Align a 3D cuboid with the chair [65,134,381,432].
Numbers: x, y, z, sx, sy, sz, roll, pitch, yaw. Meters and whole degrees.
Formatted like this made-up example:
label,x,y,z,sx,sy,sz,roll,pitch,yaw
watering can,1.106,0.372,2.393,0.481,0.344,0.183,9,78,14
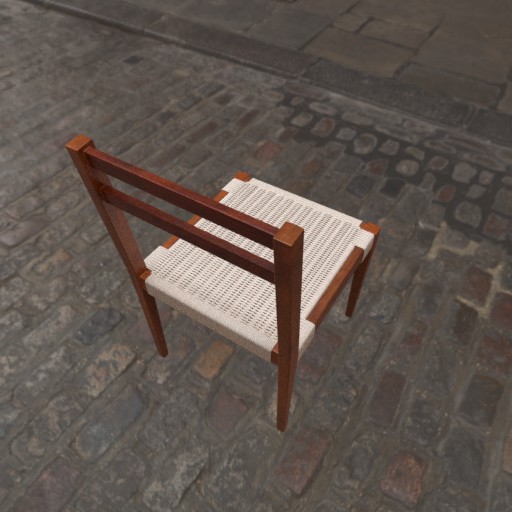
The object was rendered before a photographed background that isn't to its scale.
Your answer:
label,x,y,z,sx,sy,sz,roll,pitch,yaw
chair,0.000,0.000,1.214,0.495,0.851,0.569,25,52,22
